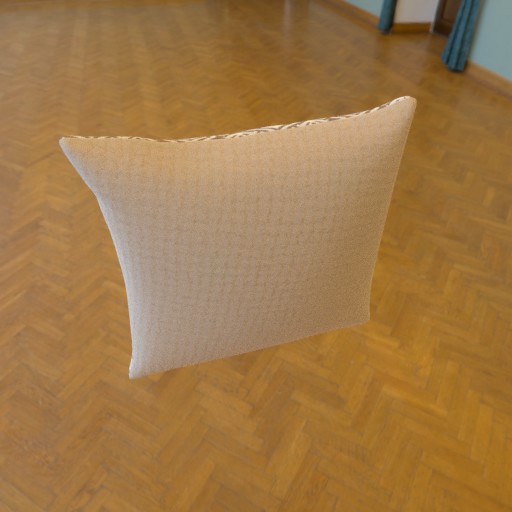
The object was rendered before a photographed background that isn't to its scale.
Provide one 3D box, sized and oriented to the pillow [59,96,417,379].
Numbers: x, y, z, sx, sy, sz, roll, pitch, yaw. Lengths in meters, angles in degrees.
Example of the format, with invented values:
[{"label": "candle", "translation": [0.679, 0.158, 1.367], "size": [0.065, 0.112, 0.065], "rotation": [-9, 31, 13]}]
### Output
[{"label": "pillow", "translation": [0.000, 0.000, 0.621], "size": [0.419, 0.407, 0.173], "rotation": [-11, 41, -13]}]
